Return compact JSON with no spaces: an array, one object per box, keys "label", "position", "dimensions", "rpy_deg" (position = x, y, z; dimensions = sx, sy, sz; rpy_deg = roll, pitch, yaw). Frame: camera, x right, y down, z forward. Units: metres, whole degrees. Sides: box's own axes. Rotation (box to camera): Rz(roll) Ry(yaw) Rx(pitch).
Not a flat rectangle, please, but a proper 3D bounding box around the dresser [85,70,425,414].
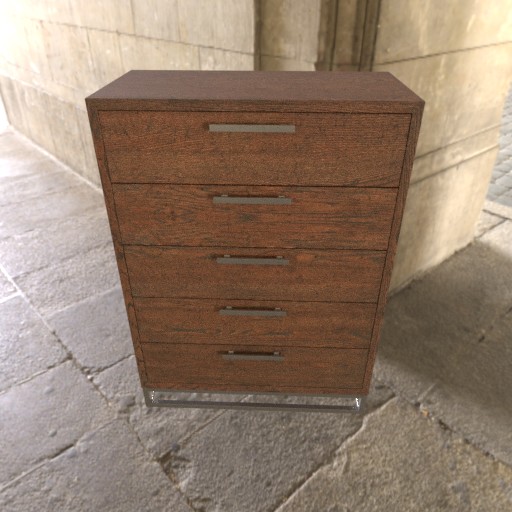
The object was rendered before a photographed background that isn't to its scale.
[{"label":"dresser","position":[0.000,0.000,1.794],"dimensions":[0.965,1.321,0.508],"rpy_deg":[1,32,2]}]
